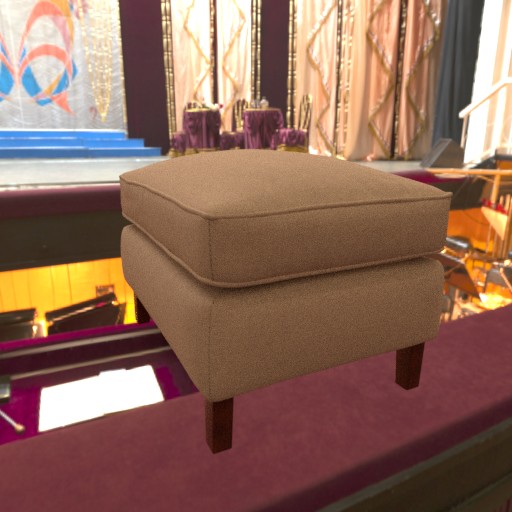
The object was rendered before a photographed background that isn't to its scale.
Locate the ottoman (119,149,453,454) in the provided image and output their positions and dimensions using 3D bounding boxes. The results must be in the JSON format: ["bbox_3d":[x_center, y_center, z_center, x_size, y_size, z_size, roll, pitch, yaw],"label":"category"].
[{"bbox_3d":[0.000,0.000,0.981,0.501,0.456,0.665,-7,17,-25],"label":"ottoman"}]
